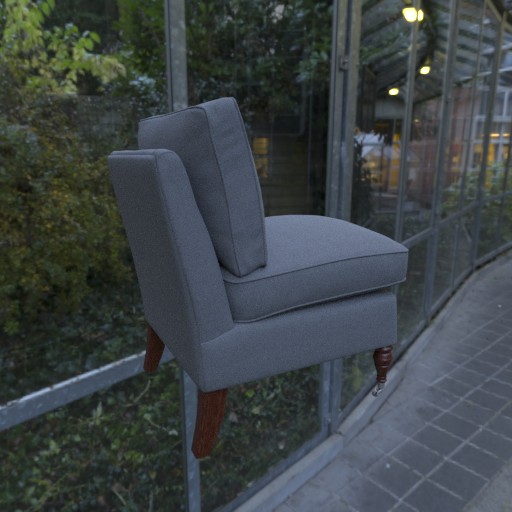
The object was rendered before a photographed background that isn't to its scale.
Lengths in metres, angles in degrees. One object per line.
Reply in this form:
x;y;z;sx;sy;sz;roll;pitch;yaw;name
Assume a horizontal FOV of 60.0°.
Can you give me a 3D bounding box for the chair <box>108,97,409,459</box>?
0.000;0.000;1.675;0.924;1.045;0.724;-7;14;-27;chair
